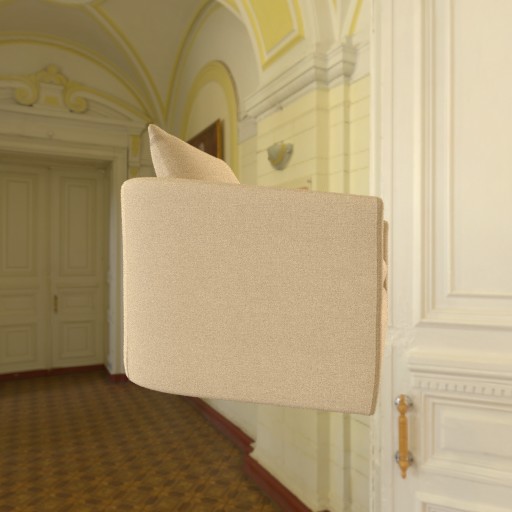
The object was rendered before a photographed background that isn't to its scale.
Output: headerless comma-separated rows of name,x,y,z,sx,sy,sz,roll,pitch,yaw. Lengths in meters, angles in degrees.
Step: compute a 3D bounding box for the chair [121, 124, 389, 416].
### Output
chair,0.000,0.000,1.604,0.910,0.848,0.845,0,0,18
